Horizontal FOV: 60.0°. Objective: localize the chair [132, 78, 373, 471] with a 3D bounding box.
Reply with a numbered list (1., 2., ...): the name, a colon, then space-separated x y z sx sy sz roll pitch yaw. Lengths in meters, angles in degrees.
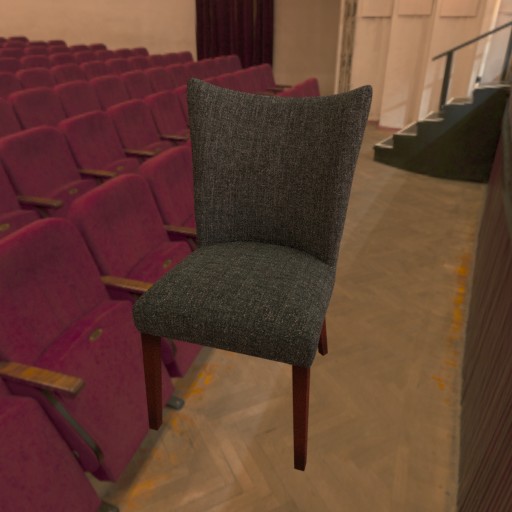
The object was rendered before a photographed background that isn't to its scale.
1. chair: 0.000 0.000 1.297 0.535 0.924 0.623 8 29 16
